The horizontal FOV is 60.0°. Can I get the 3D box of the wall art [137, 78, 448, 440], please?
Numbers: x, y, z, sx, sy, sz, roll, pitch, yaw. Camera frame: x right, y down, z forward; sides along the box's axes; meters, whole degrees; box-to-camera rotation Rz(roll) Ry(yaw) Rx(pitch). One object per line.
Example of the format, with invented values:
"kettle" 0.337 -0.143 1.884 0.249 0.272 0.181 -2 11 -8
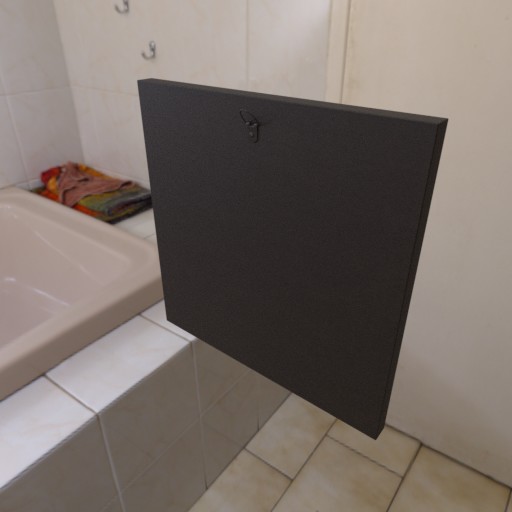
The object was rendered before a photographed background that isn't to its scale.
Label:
"wall art" 0.000 0.000 0.508 0.349 0.349 0.038 21 36 33
